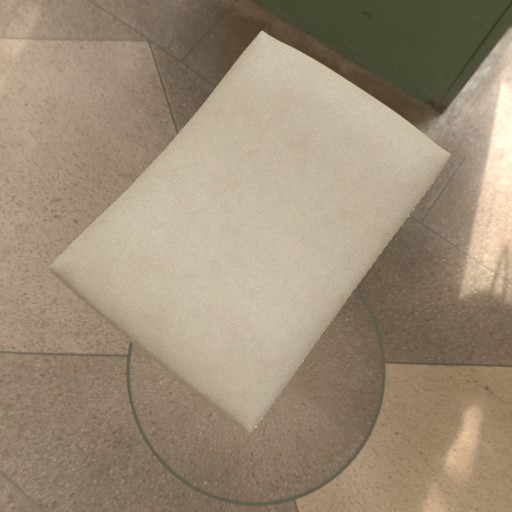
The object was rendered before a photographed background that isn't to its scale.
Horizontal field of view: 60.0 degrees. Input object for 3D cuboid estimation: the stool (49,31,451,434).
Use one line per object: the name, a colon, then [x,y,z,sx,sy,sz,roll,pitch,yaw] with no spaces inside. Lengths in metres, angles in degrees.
stool: [0.000,0.000,0.919,0.375,0.632,0.509,37,79,8]
